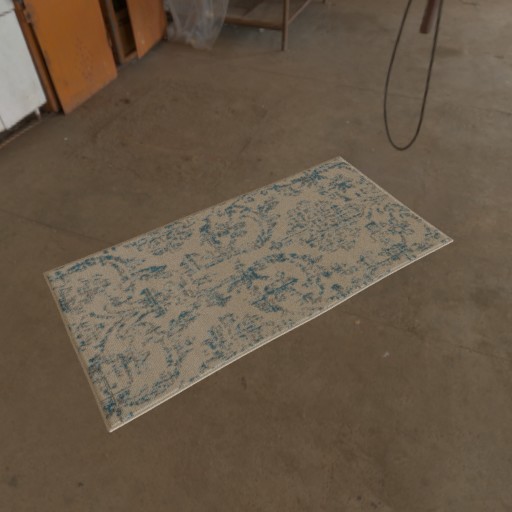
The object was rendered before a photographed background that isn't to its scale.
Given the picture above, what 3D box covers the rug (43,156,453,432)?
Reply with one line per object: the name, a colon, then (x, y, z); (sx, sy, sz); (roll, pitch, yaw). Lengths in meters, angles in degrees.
rug: (0.000, 0.000, 1.457); (1.220, 0.007, 0.605); (-25, 51, -22)
